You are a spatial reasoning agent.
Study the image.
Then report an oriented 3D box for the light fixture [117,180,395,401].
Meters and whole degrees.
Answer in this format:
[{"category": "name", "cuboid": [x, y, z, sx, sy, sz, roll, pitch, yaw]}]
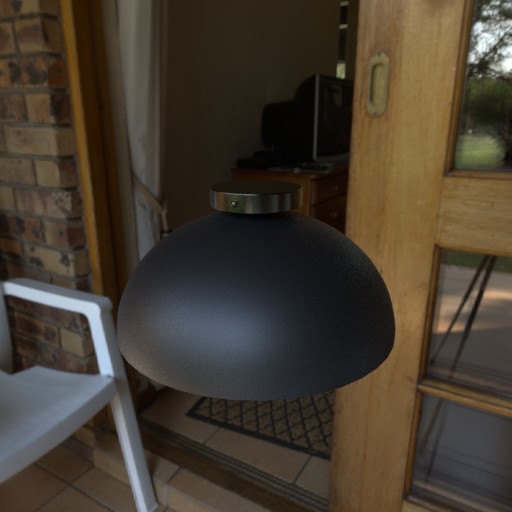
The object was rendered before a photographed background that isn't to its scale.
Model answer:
[{"category": "light fixture", "cuboid": [0.000, 0.000, 0.564, 0.355, 0.177, 0.355, 0, 18, 0]}]
